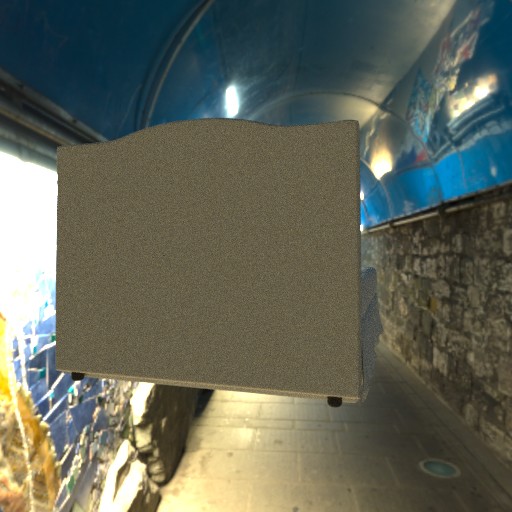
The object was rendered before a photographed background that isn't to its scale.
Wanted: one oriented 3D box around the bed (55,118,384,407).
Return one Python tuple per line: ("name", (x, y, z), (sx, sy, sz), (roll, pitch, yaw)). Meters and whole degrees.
("bed", (0.000, 0.000, 3.377), (1.821, 1.436, 2.282), (0, 0, 17))
